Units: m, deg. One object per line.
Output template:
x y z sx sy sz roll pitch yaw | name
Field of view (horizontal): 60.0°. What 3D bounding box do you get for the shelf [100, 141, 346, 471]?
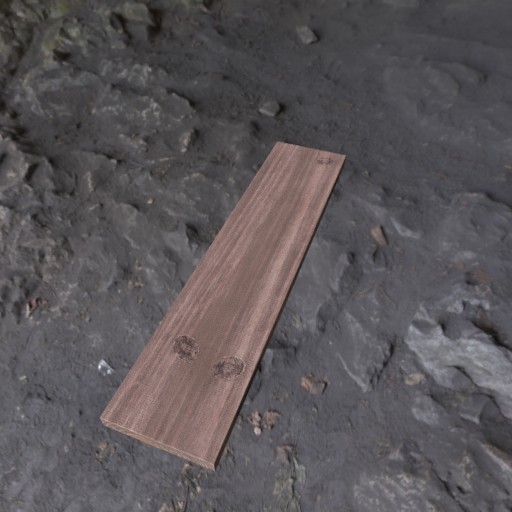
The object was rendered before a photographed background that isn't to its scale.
0.000 0.000 0.681 0.140 0.020 0.610 15 48 14 | shelf
